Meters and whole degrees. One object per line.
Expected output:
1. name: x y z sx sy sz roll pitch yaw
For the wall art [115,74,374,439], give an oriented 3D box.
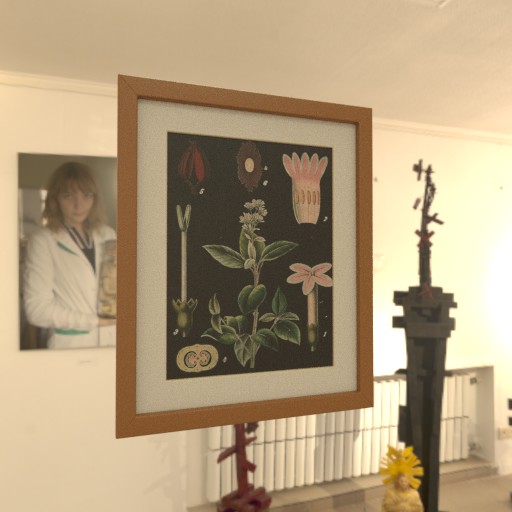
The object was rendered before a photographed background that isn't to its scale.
1. wall art: 0.000 0.000 0.516 0.310 0.379 0.015 0 -1 -19
